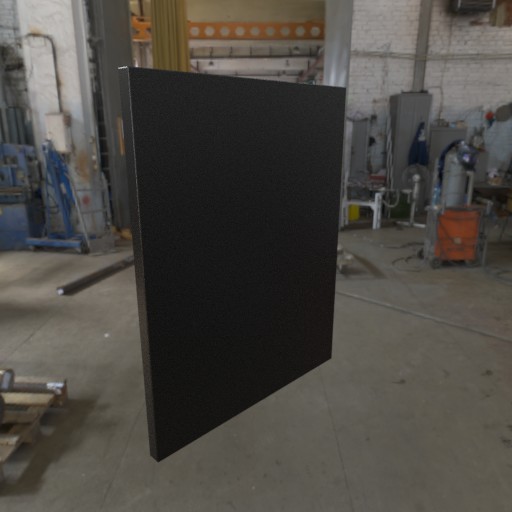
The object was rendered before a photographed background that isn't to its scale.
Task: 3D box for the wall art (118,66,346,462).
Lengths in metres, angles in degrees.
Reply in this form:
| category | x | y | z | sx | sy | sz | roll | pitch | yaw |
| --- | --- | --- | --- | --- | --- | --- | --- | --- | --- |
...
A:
| category | x | y | z | sx | sy | sz | roll | pitch | yaw |
| --- | --- | --- | --- | --- | --- | --- | --- | --- | --- |
| wall art | 0.000 | 0.000 | 1.607 | 0.950 | 1.194 | 0.053 | -16 | 23 | -42 |
